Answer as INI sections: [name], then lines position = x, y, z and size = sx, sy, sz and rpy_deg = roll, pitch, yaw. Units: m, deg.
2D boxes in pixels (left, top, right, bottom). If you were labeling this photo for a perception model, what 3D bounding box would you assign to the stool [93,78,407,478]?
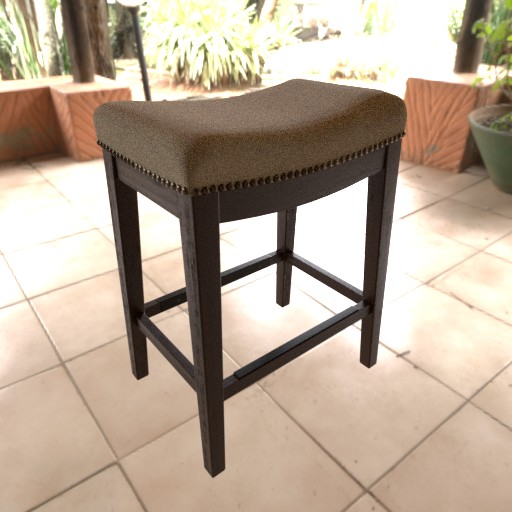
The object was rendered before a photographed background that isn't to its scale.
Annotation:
[stool]
position = 0.000, 0.000, 0.963
size = 0.509, 0.669, 0.363
rpy_deg = -22, 37, -33
